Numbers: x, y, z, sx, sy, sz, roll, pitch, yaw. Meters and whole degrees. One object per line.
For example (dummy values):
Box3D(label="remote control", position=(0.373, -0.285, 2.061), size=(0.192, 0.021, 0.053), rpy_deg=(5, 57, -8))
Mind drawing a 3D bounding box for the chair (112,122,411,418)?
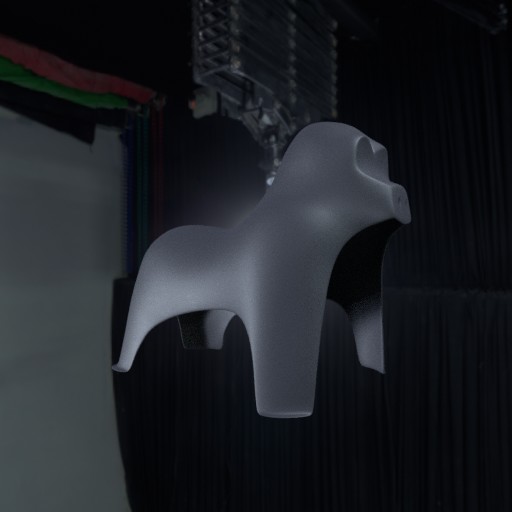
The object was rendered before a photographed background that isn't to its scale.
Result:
Box3D(label="chair", position=(0.000, 0.000, 1.131), size=(0.758, 0.600, 0.490), rpy_deg=(-1, -1, 36))
